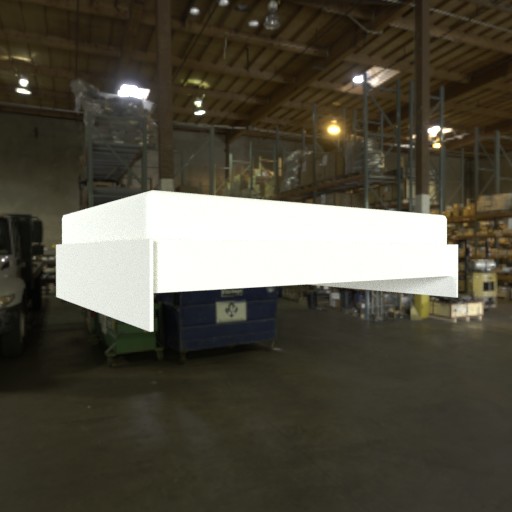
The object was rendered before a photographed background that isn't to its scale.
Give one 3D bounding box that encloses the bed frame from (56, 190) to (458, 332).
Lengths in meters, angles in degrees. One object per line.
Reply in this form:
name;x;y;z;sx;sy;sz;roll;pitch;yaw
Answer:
bed frame;0.000;0.000;2.672;1.945;0.497;1.445;0;1;-36
